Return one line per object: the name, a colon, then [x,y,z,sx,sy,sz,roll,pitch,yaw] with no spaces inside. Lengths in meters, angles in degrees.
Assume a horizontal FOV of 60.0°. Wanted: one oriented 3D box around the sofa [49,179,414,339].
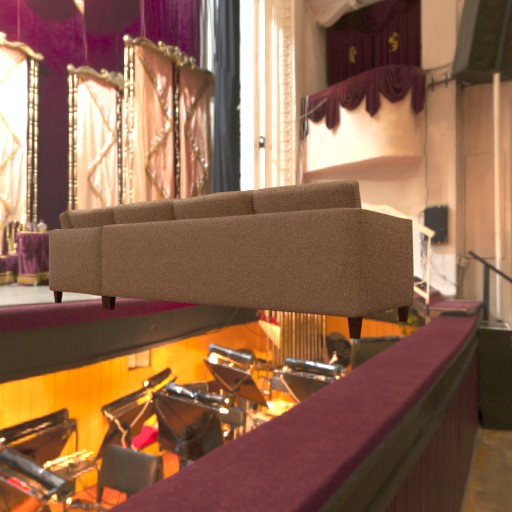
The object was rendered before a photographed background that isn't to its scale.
sofa: [0.000,0.000,4.375,3.333,0.934,2.522,0,0,37]
